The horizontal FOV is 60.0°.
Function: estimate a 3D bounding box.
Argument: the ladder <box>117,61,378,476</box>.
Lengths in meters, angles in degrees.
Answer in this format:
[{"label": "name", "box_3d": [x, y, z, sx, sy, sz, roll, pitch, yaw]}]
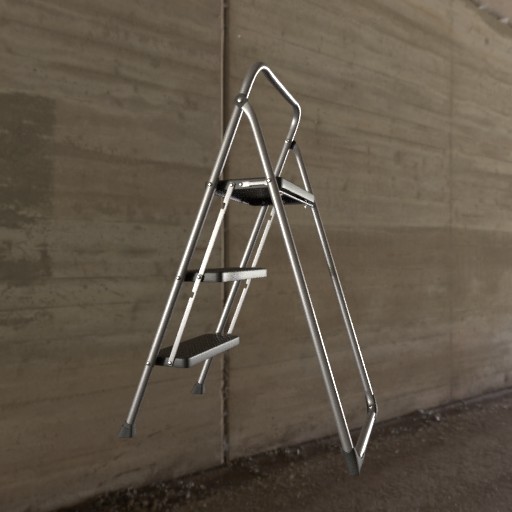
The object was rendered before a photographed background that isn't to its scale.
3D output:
[{"label": "ladder", "box_3d": [0.000, 0.000, 1.247, 0.629, 0.945, 0.430, 0, 0, 21]}]
